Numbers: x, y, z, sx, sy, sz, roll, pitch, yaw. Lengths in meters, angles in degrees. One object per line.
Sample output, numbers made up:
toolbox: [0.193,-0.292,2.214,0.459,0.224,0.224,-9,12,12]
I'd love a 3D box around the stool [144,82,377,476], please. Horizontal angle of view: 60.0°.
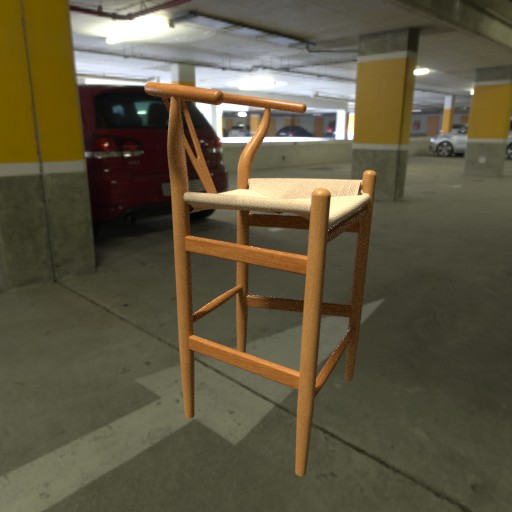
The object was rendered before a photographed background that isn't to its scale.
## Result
stool: [0.000,0.000,1.320,0.579,0.970,0.569,7,17,25]
